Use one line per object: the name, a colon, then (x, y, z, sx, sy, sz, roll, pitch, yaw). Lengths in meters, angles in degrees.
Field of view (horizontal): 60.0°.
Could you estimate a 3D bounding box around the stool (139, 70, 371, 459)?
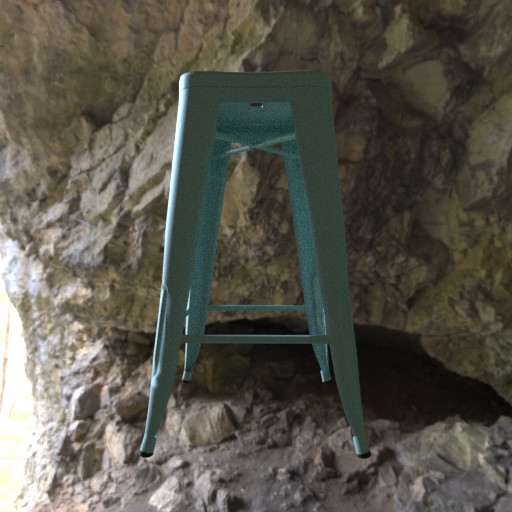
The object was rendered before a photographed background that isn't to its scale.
stool: (0.000, 0.000, 0.863, 0.359, 0.609, 0.399, 0, 1, 0)
